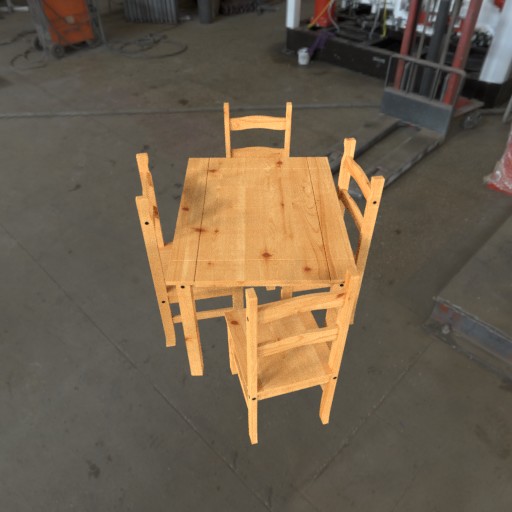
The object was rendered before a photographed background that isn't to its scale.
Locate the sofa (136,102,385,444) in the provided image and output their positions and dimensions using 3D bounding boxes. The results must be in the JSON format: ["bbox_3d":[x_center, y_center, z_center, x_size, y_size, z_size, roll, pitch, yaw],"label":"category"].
[{"bbox_3d":[0.000,0.000,2.311,1.144,1.000,1.529,-1,42,-1],"label":"sofa"}]
